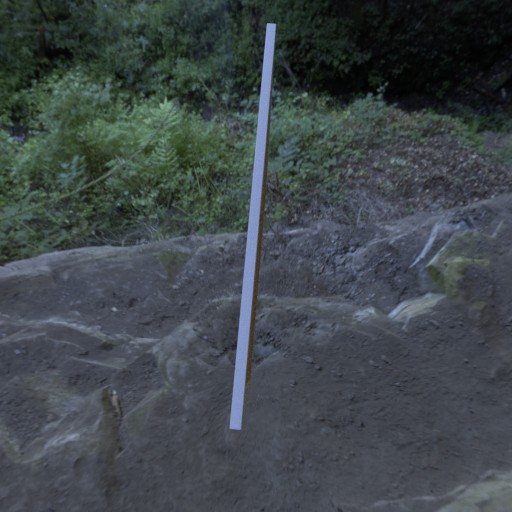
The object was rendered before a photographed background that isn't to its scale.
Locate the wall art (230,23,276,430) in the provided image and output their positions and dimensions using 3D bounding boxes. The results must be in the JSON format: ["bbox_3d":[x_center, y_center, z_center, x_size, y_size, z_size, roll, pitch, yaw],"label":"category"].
[{"bbox_3d":[0.000,0.000,0.871,0.015,0.577,0.572,5,76,1],"label":"wall art"}]
